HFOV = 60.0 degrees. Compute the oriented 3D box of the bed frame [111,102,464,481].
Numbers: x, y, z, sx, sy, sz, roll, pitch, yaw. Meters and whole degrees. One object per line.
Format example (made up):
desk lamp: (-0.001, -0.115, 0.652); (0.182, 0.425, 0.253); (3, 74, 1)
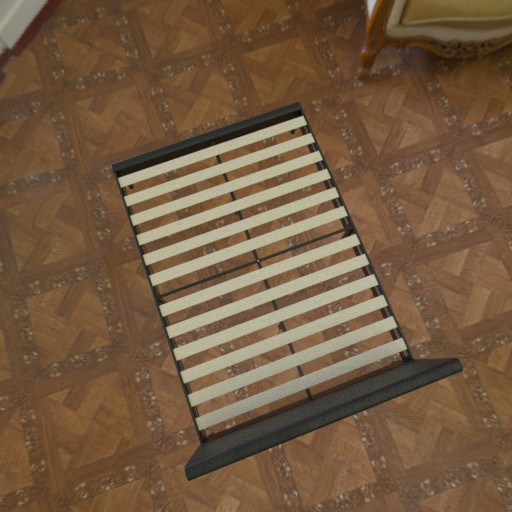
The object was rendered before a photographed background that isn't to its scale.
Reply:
bed frame: (0.000, 0.000, 3.215); (1.634, 1.127, 2.318); (-20, 77, -5)
